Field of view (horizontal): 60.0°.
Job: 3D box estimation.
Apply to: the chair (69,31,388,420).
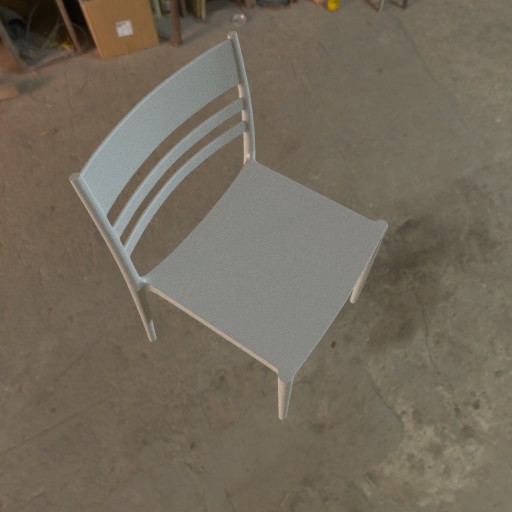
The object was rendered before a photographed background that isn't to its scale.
[{"bbox_3d":[0.000,0.000,1.115,0.511,0.800,0.531,30,65,16],"label":"chair"}]
